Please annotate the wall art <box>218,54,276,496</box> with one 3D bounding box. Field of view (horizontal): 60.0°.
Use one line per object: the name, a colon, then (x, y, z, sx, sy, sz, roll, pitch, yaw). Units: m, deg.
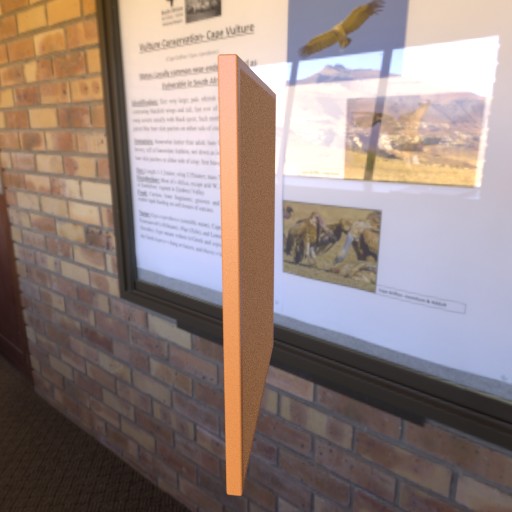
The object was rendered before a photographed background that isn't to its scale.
wall art: (0.000, 0.000, 0.511, 0.015, 0.379, 0.310, 2, 15, 7)
